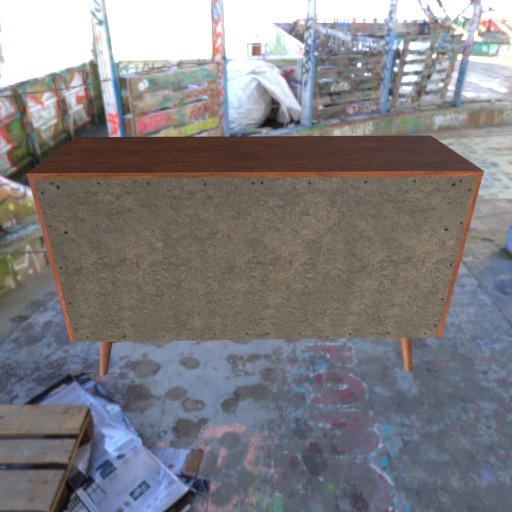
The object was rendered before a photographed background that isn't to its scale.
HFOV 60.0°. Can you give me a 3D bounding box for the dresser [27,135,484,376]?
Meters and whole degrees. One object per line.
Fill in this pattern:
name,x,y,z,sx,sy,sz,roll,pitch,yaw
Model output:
dresser,0.000,0.000,1.859,1.472,0.889,0.500,-1,29,-1
